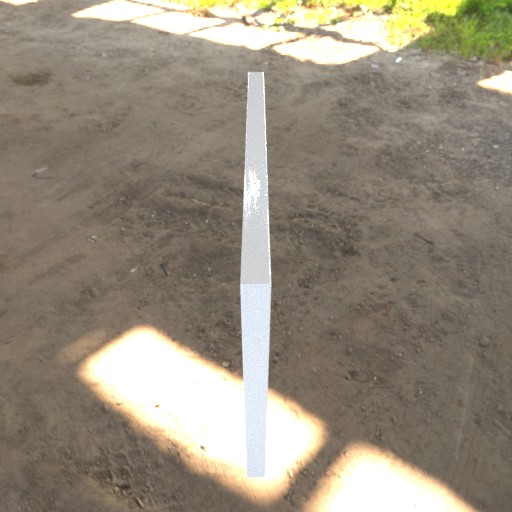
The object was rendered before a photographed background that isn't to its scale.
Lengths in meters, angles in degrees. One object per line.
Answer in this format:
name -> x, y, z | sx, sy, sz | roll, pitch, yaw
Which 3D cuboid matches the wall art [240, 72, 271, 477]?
wall art -> 0.000, 0.000, 1.410 | 0.053, 0.787, 1.041 | 0, 41, 0
